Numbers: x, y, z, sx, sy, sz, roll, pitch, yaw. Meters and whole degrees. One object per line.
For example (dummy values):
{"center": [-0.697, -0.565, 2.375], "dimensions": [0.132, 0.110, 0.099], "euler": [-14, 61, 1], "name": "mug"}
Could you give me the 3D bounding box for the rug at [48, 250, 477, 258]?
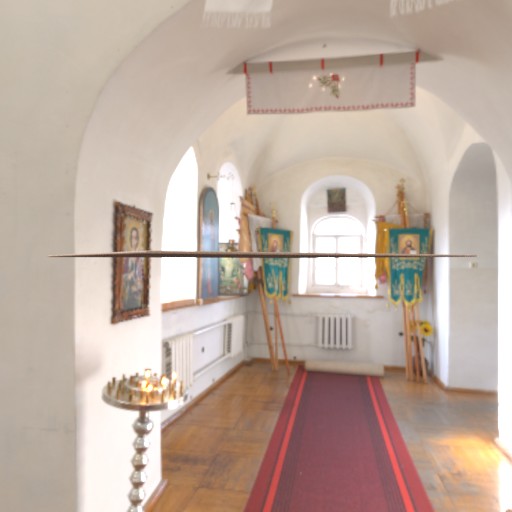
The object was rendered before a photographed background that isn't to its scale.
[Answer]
{"center": [0.000, 0.000, 4.008], "dimensions": [3.039, 0.018, 2.462], "euler": [0, -1, -35], "name": "rug"}
